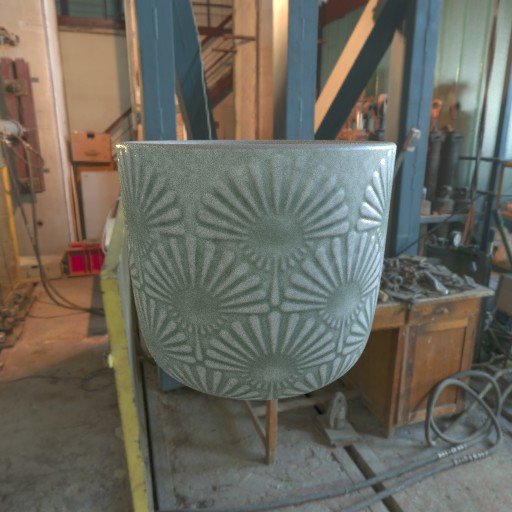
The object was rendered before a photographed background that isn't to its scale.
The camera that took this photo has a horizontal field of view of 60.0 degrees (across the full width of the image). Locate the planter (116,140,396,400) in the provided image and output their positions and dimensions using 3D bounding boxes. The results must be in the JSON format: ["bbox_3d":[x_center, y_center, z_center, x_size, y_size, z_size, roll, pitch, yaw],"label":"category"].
[{"bbox_3d":[0.000,0.000,0.218,0.124,0.109,0.124,0,15,0],"label":"planter"}]
